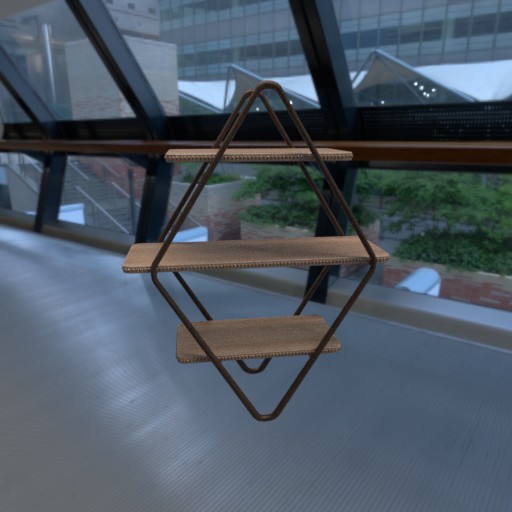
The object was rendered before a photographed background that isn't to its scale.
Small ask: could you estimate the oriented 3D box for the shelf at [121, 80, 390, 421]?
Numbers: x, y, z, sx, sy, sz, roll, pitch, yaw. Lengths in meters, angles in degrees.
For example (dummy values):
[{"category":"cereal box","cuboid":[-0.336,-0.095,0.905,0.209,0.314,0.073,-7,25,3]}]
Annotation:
[{"category":"shelf","cuboid":[0.000,0.000,1.073,0.609,0.774,0.234,-2,16,-8]}]
